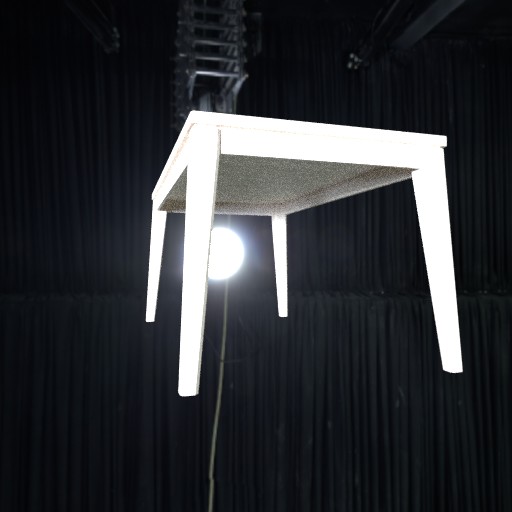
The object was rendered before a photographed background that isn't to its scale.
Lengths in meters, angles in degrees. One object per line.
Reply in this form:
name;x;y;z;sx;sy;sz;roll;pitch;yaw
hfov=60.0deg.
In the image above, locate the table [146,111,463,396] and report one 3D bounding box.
table;0.000;0.000;2.053;0.900;0.760;1.600;0;-1;-17
